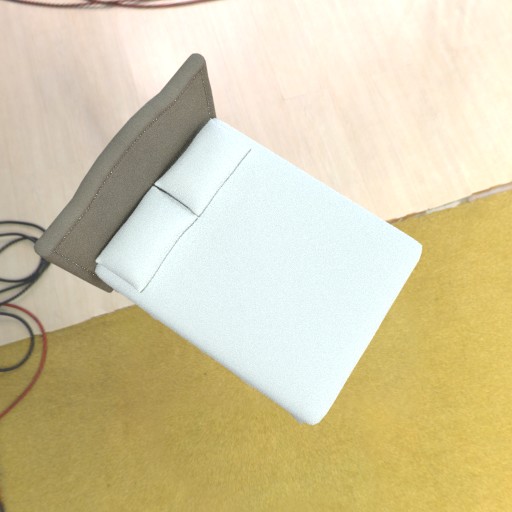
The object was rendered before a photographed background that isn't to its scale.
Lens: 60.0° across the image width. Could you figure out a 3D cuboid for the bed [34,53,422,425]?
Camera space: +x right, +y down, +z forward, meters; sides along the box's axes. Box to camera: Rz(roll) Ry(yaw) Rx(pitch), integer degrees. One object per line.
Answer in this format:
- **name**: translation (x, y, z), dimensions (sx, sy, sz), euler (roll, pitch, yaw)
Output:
- **bed**: translation (0.000, 0.000, 3.299), dimensions (2.128, 1.441, 1.744), euler (33, 78, 8)
